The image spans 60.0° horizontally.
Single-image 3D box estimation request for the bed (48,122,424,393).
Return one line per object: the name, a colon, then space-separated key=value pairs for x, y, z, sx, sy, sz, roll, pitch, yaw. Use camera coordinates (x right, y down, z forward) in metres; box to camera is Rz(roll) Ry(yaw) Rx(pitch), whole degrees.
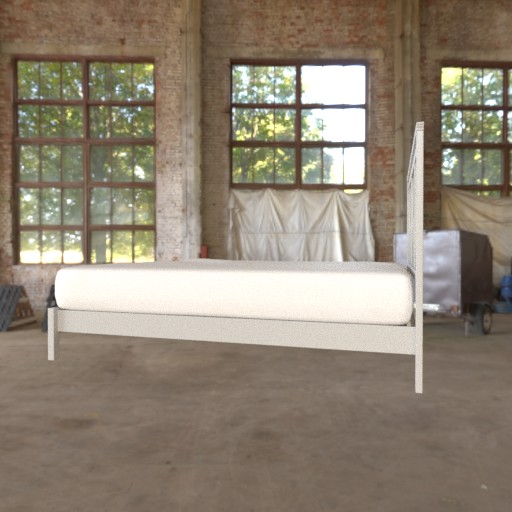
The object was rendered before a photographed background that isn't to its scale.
bed: x=0.000 y=0.000 z=3.150 sx=2.135 sy=1.253 sz=1.673 roll=0 pitch=1 yaw=17
